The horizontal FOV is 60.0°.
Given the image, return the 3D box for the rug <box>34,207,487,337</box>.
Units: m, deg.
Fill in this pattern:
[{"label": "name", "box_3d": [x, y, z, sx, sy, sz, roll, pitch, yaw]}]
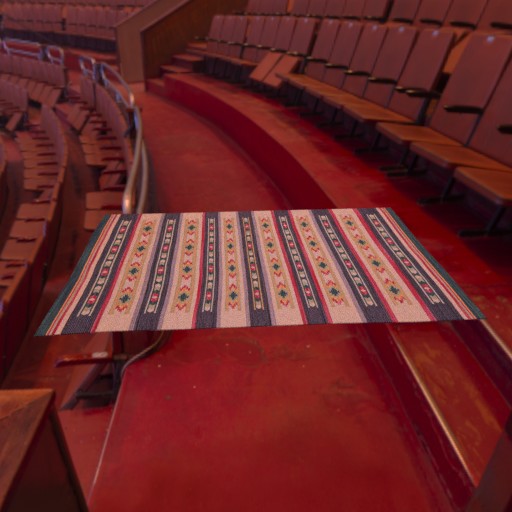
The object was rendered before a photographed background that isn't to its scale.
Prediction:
[{"label": "rug", "box_3d": [0.000, 0.000, 2.906, 2.311, 0.010, 1.522, -2, 28, -3]}]
